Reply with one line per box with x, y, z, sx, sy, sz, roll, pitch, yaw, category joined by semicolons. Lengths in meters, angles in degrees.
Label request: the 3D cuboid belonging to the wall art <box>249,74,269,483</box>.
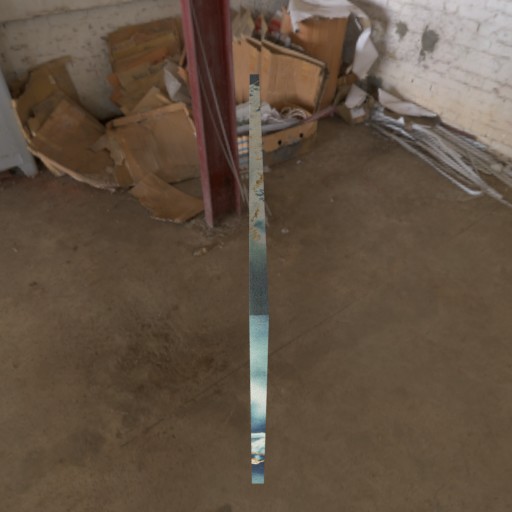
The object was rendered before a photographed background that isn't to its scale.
0.000;0.000;1.458;0.035;0.759;1.138;0;43;0;wall art
